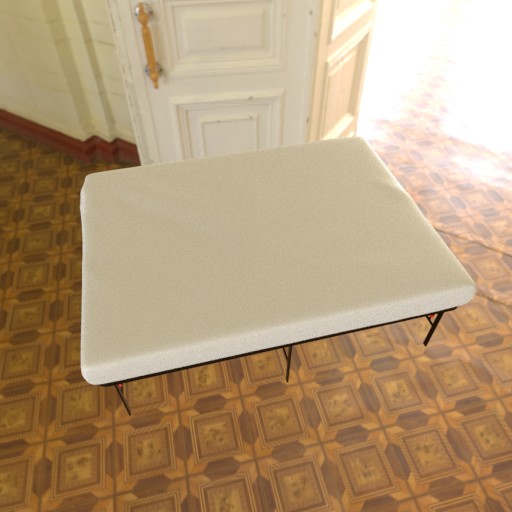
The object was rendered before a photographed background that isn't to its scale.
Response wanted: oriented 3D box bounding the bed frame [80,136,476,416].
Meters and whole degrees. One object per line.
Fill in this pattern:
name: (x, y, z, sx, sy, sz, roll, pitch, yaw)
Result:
bed frame: (0.000, 0.000, 2.936, 2.151, 0.667, 1.584, -10, 48, -10)
